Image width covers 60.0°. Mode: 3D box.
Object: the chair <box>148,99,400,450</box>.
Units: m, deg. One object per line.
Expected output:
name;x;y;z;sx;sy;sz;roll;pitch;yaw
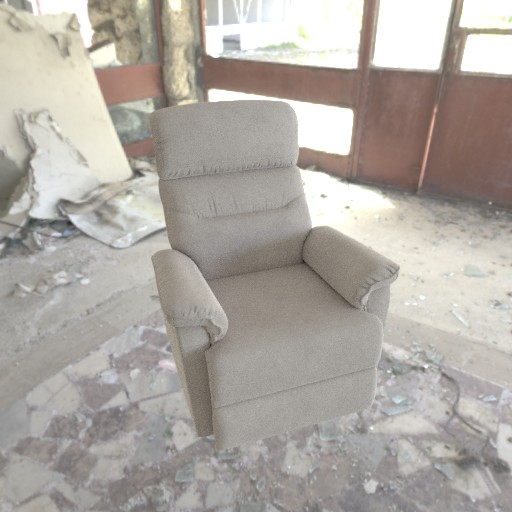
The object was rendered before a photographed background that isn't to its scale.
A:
chair;0.000;0.000;1.755;0.820;1.039;1.001;-9;31;-16
